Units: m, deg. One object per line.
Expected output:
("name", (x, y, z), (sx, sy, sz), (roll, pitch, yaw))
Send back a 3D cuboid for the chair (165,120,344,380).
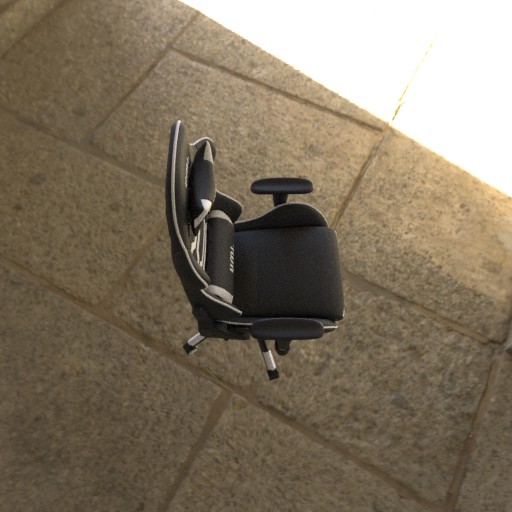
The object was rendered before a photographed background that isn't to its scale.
("chair", (0.000, 0.000, 1.668), (0.700, 1.240, 0.700), (0, 64, 0))
